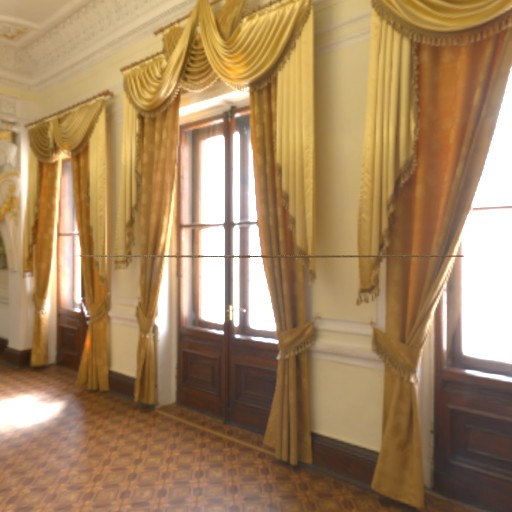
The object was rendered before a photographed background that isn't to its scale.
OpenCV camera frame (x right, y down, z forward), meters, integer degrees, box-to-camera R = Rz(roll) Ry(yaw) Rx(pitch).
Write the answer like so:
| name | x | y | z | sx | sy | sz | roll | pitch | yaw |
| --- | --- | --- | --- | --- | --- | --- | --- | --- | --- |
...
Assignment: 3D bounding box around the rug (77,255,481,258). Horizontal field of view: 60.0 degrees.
| name | x | y | z | sx | sy | sz | roll | pitch | yaw |
| --- | --- | --- | --- | --- | --- | --- | --- | --- | --- |
| rug | 0.000 | 0.000 | 4.196 | 2.471 | 0.012 | 3.034 | 0 | 0 | -37 |
